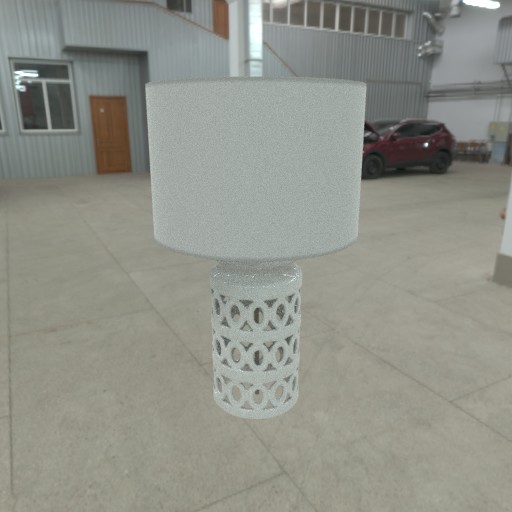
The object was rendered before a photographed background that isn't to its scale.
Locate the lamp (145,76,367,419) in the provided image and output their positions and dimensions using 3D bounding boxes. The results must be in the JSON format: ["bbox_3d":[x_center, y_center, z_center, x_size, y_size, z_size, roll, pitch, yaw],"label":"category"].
[{"bbox_3d":[0.000,0.000,0.702,0.310,0.502,0.310,0,17,0],"label":"lamp"}]
